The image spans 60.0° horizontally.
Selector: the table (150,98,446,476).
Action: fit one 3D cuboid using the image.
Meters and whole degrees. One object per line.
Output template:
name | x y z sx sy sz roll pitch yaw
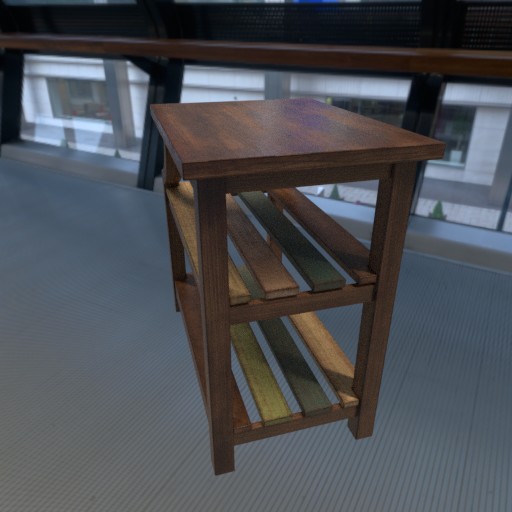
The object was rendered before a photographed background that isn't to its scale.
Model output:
table | 0.000 0.000 0.943 0.356 0.584 0.609 -8 28 -15
